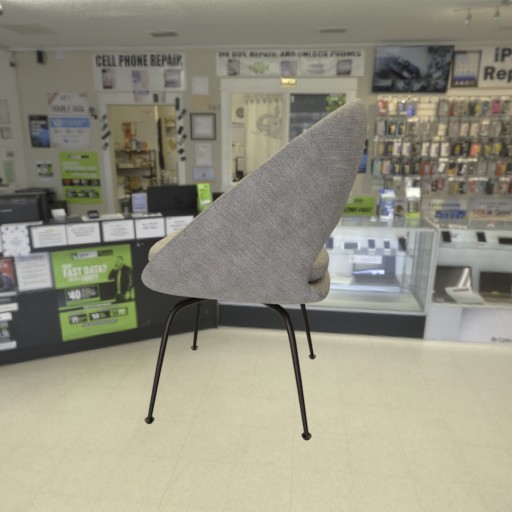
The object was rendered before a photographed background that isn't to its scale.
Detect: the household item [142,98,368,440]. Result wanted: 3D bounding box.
[{"bbox_3d":[0.000,0.000,1.304,0.587,0.869,0.643,2,16,9],"label":"household item"}]
